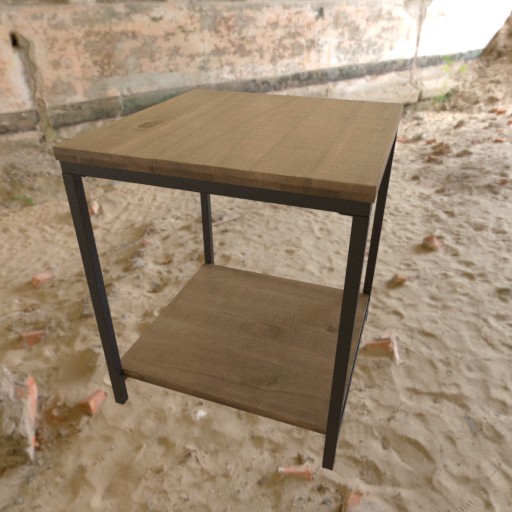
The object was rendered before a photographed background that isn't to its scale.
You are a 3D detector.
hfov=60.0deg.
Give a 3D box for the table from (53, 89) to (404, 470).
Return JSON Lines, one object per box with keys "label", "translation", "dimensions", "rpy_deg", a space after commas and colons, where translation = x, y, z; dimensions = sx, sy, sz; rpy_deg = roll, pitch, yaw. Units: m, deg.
{"label": "table", "translation": [0.000, 0.000, 0.984], "dimensions": [0.503, 0.589, 0.507], "rpy_deg": [10, 32, 17]}
